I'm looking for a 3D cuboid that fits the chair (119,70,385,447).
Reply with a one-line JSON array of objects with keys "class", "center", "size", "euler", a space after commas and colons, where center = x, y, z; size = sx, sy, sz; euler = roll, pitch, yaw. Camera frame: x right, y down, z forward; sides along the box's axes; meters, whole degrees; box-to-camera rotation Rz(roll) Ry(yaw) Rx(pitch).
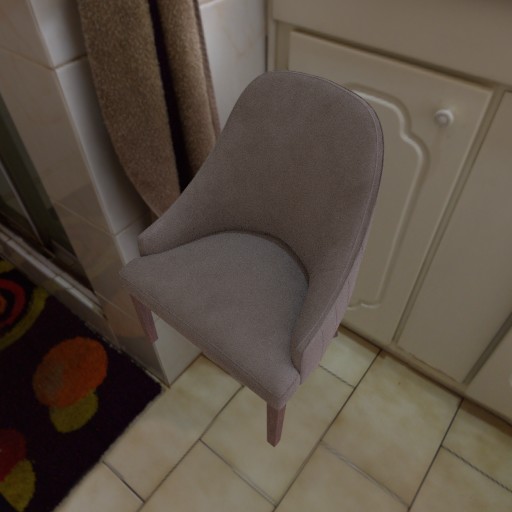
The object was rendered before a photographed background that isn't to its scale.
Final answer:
[{"class": "chair", "center": [0.000, 0.000, 1.318], "size": [0.643, 0.889, 0.575], "euler": [32, 55, 26]}]
